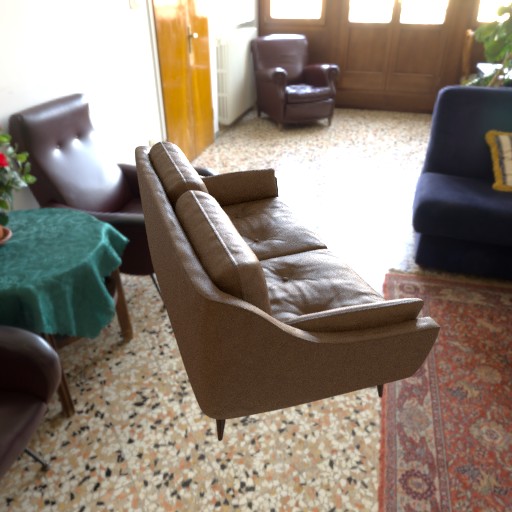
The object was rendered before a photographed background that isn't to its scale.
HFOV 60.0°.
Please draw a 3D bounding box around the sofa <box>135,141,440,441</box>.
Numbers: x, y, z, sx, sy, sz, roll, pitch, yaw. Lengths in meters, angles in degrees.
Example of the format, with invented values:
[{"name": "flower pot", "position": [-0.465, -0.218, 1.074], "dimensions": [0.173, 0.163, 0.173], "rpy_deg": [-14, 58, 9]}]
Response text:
[{"name": "sofa", "position": [0.000, 0.000, 2.322], "dimensions": [0.981, 0.886, 1.731], "rpy_deg": [-11, 33, -17]}]
